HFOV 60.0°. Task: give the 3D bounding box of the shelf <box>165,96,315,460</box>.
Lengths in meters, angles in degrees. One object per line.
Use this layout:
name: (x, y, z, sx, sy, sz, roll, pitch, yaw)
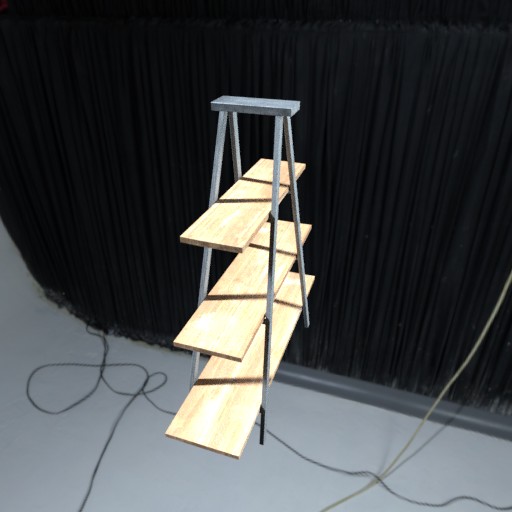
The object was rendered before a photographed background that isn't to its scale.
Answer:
shelf: (0.000, 0.000, 2.680, 0.508, 1.808, 1.746, 10, 32, 16)
